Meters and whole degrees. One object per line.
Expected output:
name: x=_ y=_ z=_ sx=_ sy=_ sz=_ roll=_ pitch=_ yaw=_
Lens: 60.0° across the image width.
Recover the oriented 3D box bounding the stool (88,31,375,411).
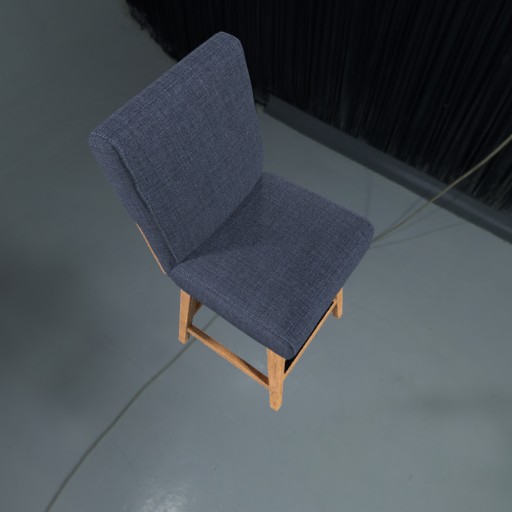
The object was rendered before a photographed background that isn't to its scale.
stool: x=0.000 y=0.000 z=1.296 sx=0.526 sy=1.010 sz=0.459 roll=32 pitch=64 yaw=17
